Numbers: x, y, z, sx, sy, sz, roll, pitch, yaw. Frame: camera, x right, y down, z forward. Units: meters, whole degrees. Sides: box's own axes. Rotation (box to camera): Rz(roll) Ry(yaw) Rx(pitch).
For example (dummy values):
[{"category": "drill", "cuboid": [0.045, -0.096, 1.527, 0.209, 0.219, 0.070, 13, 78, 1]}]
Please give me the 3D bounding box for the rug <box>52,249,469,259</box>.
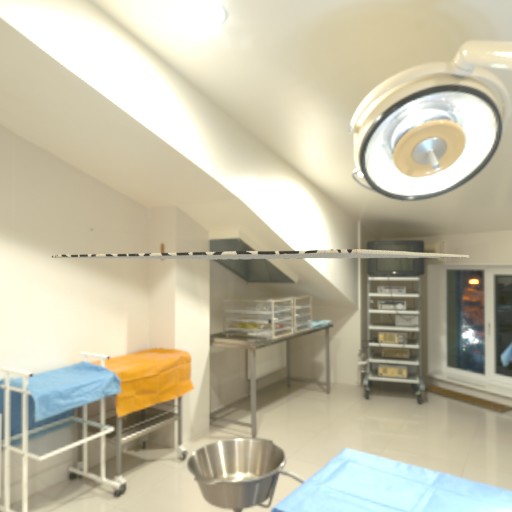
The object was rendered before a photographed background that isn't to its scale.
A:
[{"category": "rug", "cuboid": [0.000, 0.000, 4.366, 3.369, 0.036, 2.444, -1, -1, 38]}]
